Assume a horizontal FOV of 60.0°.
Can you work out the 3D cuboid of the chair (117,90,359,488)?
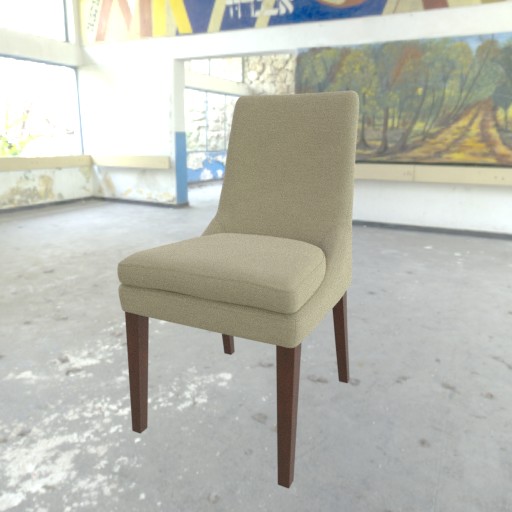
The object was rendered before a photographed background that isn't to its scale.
[{"bbox_3d":[0.000,0.000,1.295,0.515,0.940,0.638,7,17,26],"label":"chair"}]
